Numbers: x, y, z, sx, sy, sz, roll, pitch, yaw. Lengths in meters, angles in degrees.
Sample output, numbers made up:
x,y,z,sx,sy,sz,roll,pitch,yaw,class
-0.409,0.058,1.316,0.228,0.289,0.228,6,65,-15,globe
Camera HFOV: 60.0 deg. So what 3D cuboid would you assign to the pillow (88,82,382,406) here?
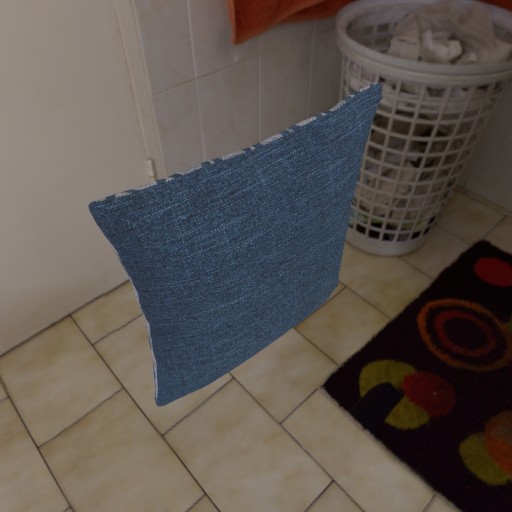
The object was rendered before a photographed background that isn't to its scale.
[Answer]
x,y,z,sx,sy,sz,roll,pitch,yaw,class
0.000,0.000,0.680,0.435,0.435,0.159,-31,54,-26,pillow
